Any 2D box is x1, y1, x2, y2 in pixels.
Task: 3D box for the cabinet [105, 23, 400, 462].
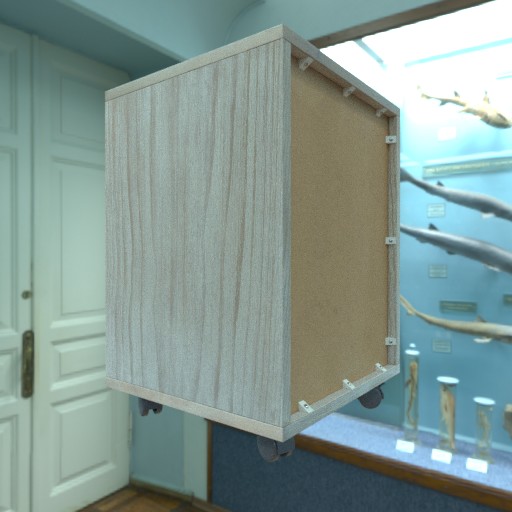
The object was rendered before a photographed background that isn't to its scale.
[{"bbox_3d":[0.000,0.000,0.834,0.401,0.579,0.409,0,0,38],"label":"cabinet"}]
